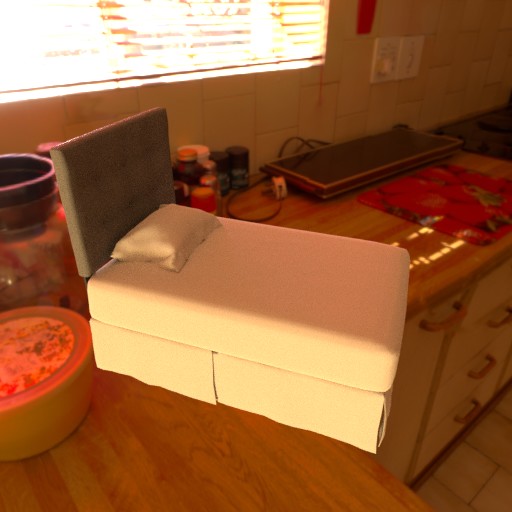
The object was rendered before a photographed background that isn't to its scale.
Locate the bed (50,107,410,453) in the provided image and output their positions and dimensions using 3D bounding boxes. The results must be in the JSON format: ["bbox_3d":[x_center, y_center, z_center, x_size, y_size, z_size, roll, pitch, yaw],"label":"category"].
[{"bbox_3d":[0.000,0.000,2.937,1.997,1.571,1.261,10,32,17],"label":"bed"}]
